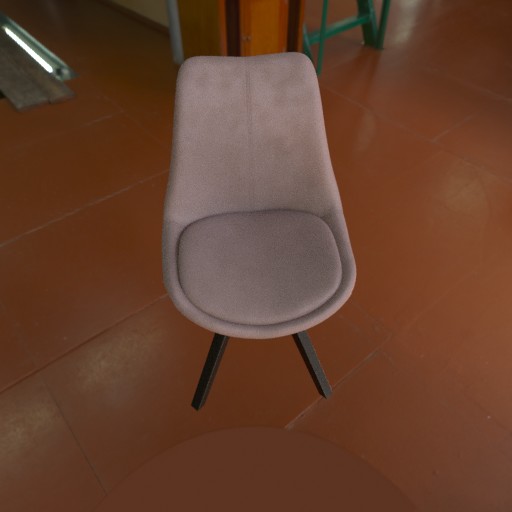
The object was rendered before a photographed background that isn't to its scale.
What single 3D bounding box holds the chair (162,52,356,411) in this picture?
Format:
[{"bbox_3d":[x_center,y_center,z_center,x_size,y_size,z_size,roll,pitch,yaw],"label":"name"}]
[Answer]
[{"bbox_3d":[0.000,0.000,1.199,0.483,0.865,0.547,-4,47,-4],"label":"chair"}]
